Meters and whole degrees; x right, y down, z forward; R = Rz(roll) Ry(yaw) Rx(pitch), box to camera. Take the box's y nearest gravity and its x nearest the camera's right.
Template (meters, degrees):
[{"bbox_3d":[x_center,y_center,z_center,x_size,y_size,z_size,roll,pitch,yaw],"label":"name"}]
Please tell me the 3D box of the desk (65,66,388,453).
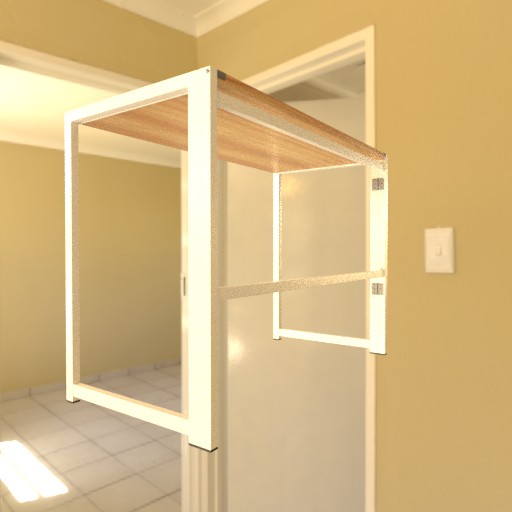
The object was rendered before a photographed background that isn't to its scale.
[{"bbox_3d":[0.000,0.000,1.429,0.508,0.762,1.016,1,1,36],"label":"desk"}]
